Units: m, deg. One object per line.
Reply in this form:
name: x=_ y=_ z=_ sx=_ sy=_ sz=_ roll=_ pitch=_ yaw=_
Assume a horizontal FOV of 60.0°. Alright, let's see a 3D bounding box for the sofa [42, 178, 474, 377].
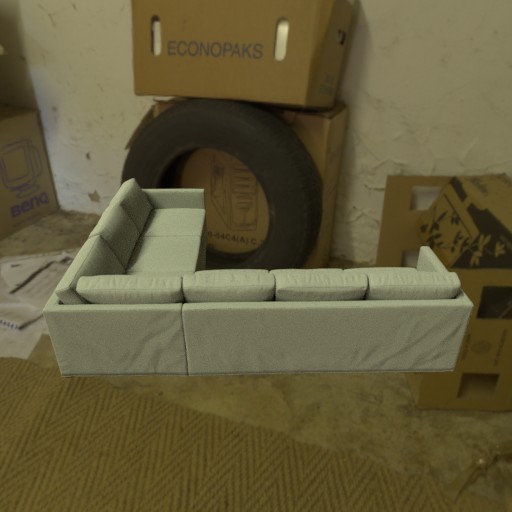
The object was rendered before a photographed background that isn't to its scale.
sofa: x=0.000 y=0.000 z=4.402 sx=3.182 sy=0.871 sz=2.432 roll=-1 pitch=30 yaw=-1
